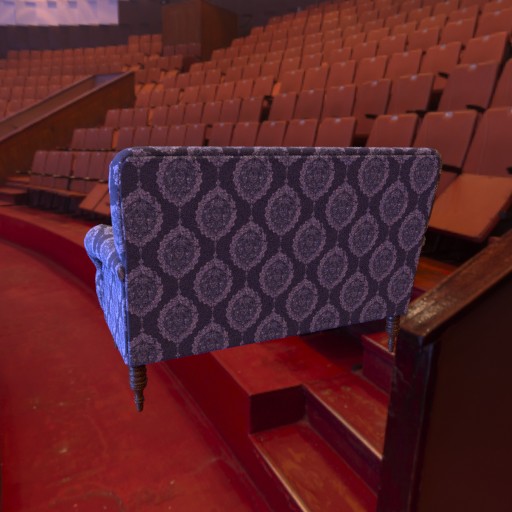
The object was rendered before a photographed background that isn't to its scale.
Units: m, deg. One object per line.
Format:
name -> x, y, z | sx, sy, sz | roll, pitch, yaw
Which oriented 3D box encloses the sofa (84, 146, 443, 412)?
sofa -> 0.000, 0.000, 1.829 | 1.297, 0.867, 0.779 | -6, 15, -24
